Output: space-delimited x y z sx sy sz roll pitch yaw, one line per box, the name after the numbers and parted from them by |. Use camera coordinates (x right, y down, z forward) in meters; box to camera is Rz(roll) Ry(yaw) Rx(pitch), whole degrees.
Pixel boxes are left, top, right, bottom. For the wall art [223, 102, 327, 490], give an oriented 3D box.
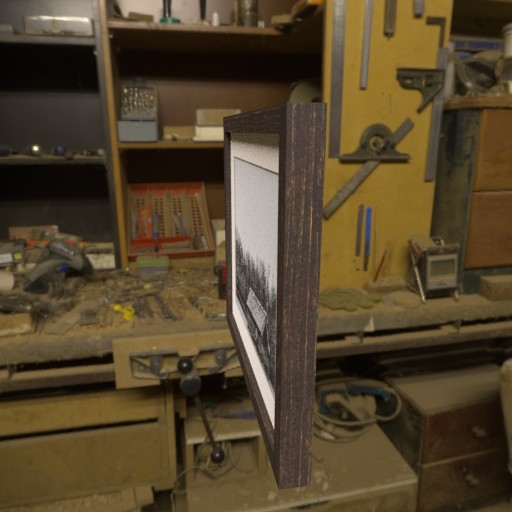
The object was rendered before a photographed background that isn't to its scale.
0.000 0.000 0.537 0.031 0.330 0.381 -3 16 -10 | wall art
